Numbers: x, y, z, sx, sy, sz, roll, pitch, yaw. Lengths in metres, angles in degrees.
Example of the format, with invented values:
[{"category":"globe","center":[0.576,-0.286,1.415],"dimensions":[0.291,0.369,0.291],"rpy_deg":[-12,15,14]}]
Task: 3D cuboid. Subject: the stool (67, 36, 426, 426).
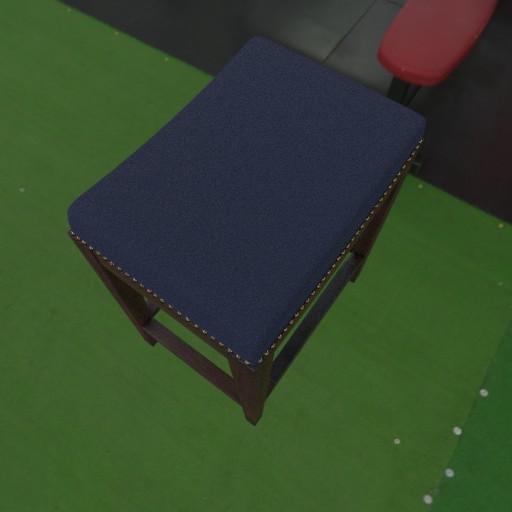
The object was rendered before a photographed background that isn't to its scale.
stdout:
[{"category":"stool","center":[0.000,0.000,0.936],"dimensions":[0.361,0.642,0.500],"rpy_deg":[33,68,15]}]
